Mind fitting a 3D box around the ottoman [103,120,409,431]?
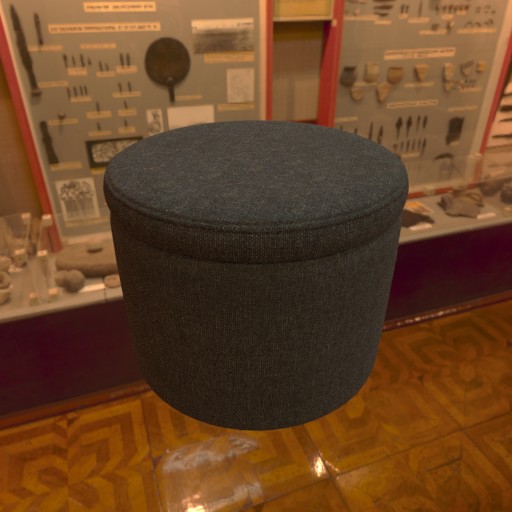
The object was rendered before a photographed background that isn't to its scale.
[{"bbox_3d":[0.000,0.000,0.873,0.520,0.430,0.520,0,31,0],"label":"ottoman"}]
